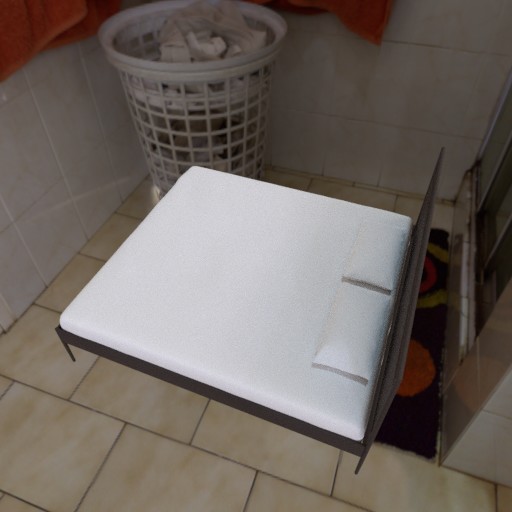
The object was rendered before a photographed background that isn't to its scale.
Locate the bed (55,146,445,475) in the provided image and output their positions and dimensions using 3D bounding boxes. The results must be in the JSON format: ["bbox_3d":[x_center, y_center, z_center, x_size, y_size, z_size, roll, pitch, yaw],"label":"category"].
[{"bbox_3d":[0.000,0.000,3.245,2.151,1.173,1.993,16,48,15],"label":"bed"}]
